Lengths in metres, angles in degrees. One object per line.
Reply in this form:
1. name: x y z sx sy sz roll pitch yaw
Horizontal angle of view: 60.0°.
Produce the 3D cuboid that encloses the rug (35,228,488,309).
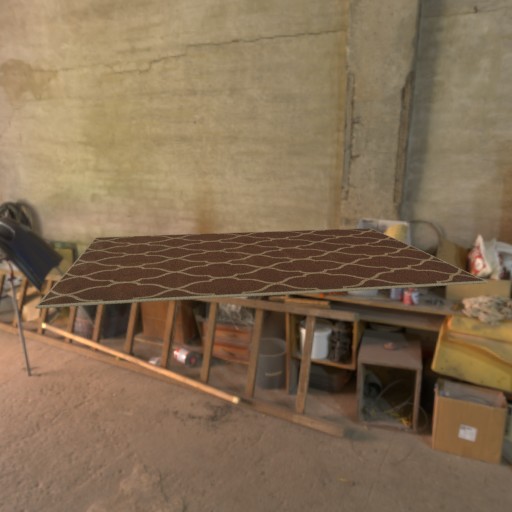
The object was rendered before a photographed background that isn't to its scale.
1. rug: 0.000 0.000 2.920 2.294 0.014 1.528 -2 15 -9
